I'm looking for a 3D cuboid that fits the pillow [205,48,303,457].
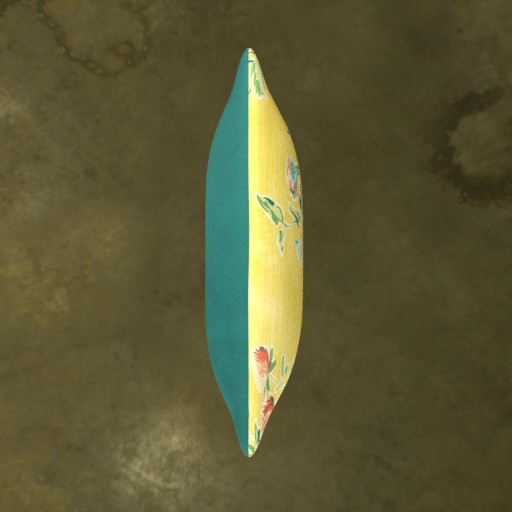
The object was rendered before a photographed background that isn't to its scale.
[{"bbox_3d":[0.000,0.000,0.815,0.166,0.508,0.525,0,88,1],"label":"pillow"}]
